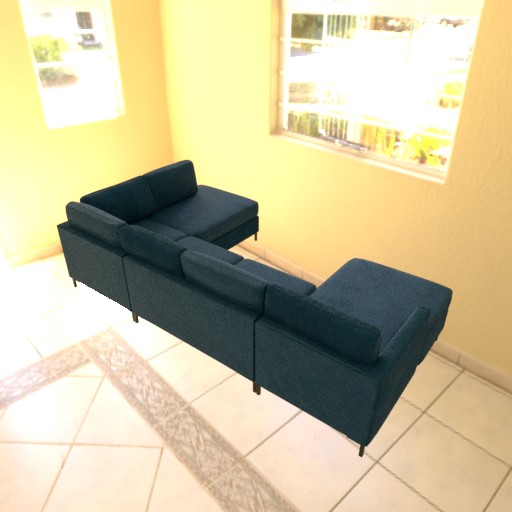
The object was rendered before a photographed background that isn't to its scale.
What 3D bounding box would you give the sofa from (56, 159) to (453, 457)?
[{"bbox_3d":[0.000,0.000,4.281,3.434,0.992,2.055,21,36,32],"label":"sofa"}]
